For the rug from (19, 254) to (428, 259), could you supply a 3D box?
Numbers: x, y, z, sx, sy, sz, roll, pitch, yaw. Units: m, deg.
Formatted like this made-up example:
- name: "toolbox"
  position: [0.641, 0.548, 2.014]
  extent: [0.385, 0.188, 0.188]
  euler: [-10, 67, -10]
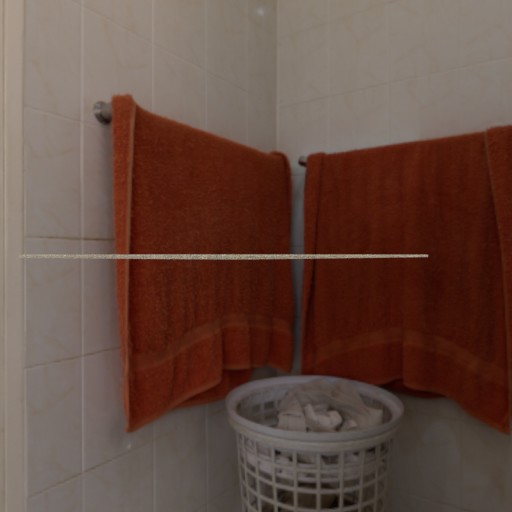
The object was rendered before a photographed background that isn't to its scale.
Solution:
- name: "rug"
  position: [0.000, 0.000, 2.877]
  extent: [1.532, 0.018, 2.297]
  euler: [0, 0, 37]
